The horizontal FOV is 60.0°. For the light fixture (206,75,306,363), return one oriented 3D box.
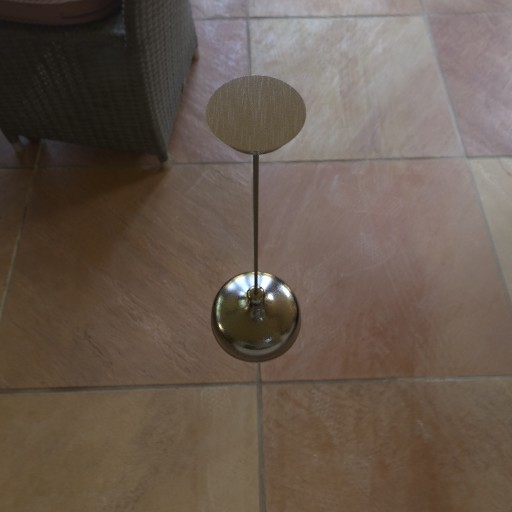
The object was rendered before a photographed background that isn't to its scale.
[{"bbox_3d":[0.000,0.000,1.047,0.299,0.935,0.299,1,64,1],"label":"light fixture"}]
